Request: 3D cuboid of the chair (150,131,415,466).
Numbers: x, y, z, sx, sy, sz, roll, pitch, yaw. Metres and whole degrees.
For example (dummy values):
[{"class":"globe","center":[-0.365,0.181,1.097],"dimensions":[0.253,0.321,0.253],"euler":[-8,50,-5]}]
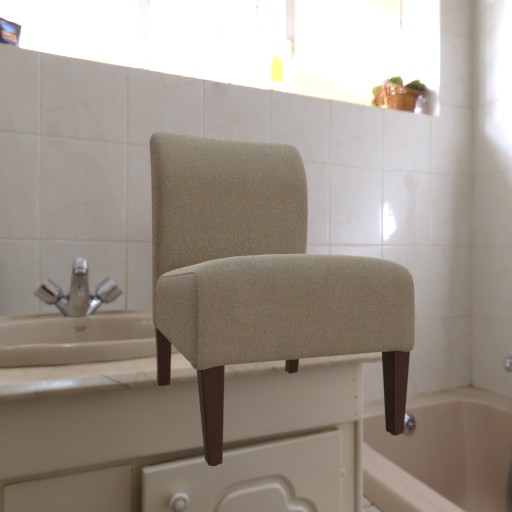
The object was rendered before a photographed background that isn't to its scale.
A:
[{"class":"chair","center":[0.000,0.000,1.267],"dimensions":[0.521,0.833,0.754],"euler":[0,-1,-20]}]
